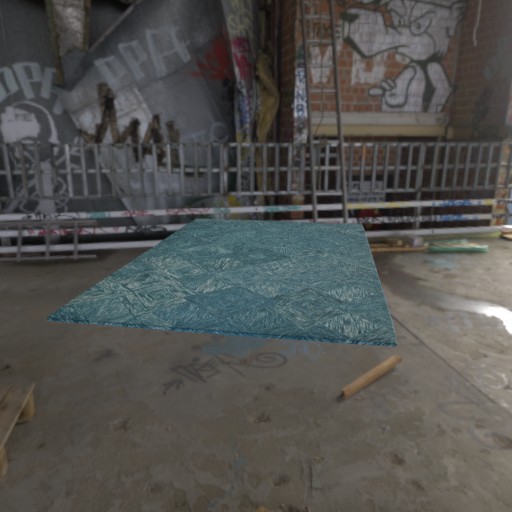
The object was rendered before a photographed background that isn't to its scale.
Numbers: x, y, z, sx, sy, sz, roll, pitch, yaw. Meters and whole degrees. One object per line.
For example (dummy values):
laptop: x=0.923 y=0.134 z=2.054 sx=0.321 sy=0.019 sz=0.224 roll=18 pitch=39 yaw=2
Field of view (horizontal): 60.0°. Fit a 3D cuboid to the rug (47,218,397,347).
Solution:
rug: x=0.000 y=0.000 z=2.195 sx=1.136 sy=0.017 sz=1.728 roll=3 pitch=16 yaw=9
